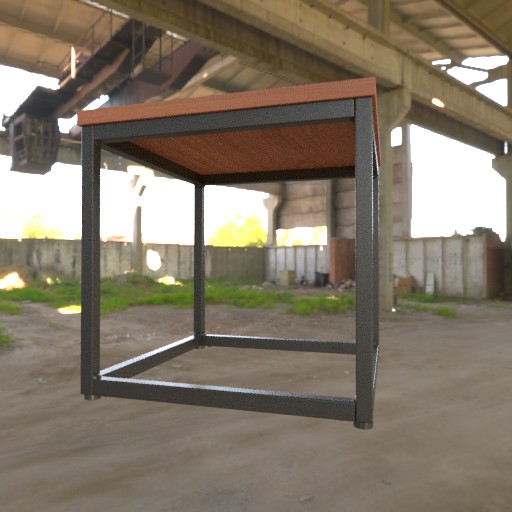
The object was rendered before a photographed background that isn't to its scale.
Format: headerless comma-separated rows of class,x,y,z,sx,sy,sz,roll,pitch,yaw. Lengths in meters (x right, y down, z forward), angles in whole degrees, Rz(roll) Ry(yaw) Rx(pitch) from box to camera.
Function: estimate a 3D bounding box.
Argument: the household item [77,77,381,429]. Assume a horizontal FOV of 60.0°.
household item,0.000,0.000,0.747,0.400,0.400,0.400,0,-1,17
